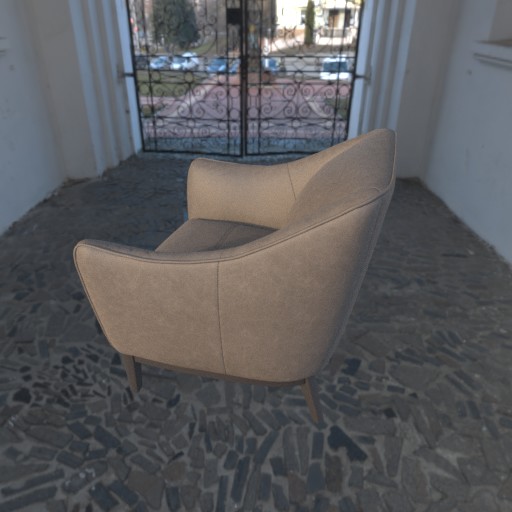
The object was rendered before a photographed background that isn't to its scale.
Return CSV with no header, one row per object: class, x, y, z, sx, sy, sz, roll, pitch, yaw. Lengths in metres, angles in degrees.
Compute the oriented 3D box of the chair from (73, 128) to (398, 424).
chair,0.000,0.000,1.575,0.852,0.830,0.871,8,30,14
